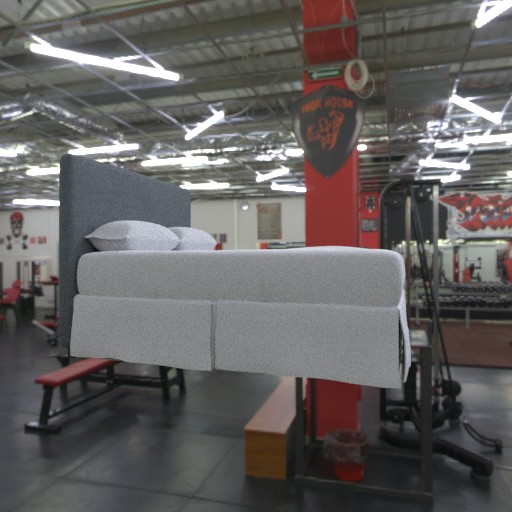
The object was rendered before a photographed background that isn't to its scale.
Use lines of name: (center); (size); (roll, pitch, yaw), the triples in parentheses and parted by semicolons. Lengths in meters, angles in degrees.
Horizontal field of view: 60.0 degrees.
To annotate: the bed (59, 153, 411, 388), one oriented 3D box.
bed: (0.000, 0.000, 3.253); (2.142, 1.330, 1.713); (0, 0, 19)
